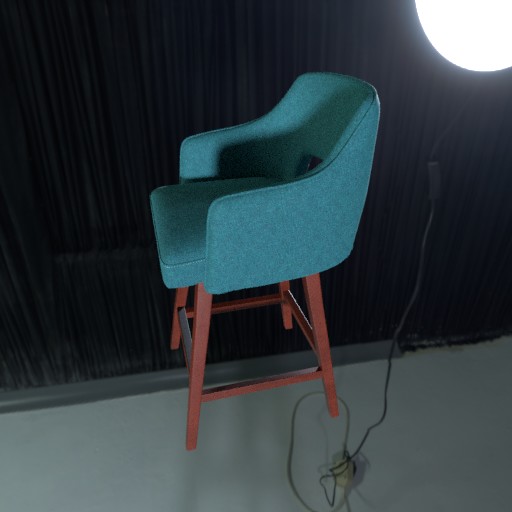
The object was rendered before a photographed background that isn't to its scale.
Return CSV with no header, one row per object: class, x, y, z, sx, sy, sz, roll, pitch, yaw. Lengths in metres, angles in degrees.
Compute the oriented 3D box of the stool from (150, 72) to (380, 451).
stool,0.000,0.000,1.300,0.556,0.961,0.548,-8,31,-13
